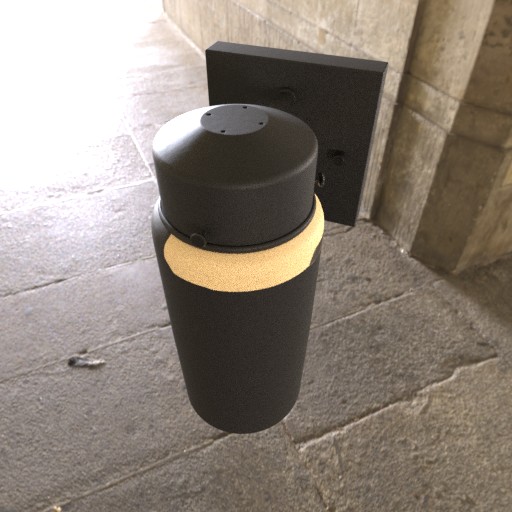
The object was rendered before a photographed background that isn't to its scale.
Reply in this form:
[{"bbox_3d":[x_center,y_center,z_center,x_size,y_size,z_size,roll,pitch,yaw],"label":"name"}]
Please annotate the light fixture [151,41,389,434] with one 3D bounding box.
[{"bbox_3d":[0.000,0.000,0.349,0.130,0.257,0.176,14,44,15],"label":"light fixture"}]
